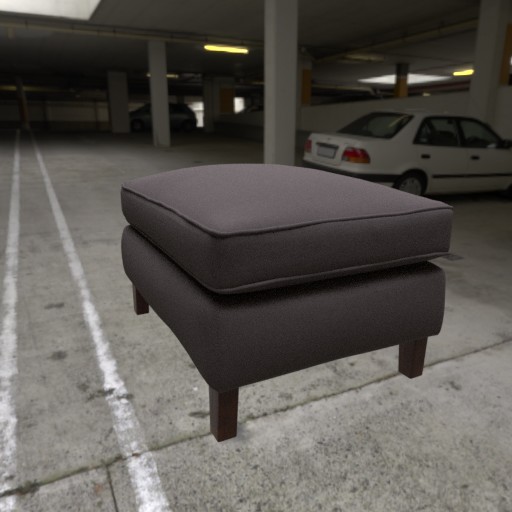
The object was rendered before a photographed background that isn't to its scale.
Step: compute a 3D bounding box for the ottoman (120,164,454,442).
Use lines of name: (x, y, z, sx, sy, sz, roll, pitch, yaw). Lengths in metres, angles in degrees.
ottoman: (0.000, 0.000, 1.007, 0.508, 0.406, 0.686, -8, 17, -26)
